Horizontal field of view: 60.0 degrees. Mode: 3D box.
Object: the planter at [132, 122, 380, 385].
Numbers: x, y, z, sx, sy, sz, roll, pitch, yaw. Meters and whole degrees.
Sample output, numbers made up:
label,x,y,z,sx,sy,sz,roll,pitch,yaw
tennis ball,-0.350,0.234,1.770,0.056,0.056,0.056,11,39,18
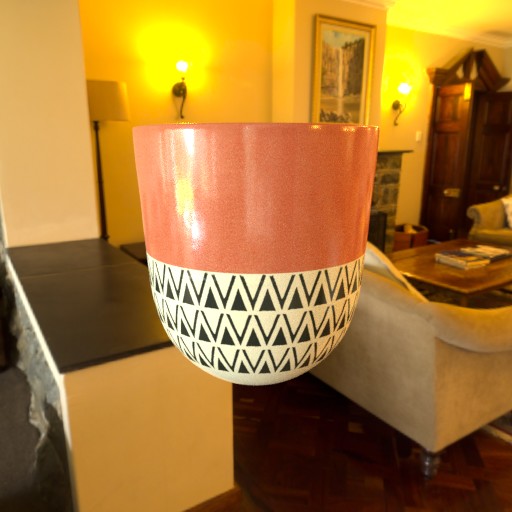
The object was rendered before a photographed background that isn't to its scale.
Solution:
label,x,y,z,sx,sy,sz,roll,pitch,yaw
planter,0.000,0.000,0.387,0.195,0.214,0.195,0,14,0
